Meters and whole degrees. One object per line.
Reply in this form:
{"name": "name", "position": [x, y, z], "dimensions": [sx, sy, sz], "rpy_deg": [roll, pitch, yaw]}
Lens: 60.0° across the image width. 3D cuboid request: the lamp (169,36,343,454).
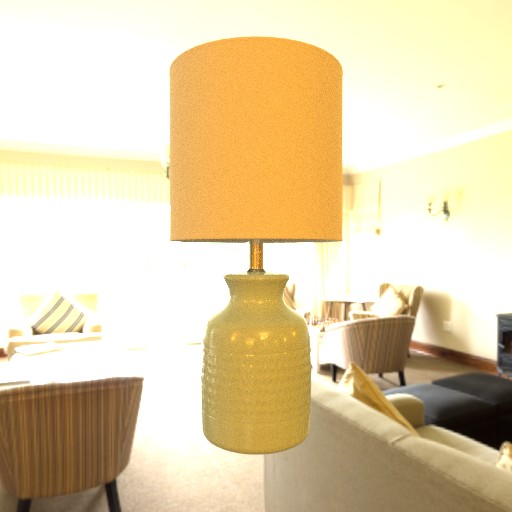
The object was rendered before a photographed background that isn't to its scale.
{"name": "lamp", "position": [0.000, 0.000, 1.087], "dimensions": [0.418, 0.871, 0.418], "rpy_deg": [0, 0, 19]}
